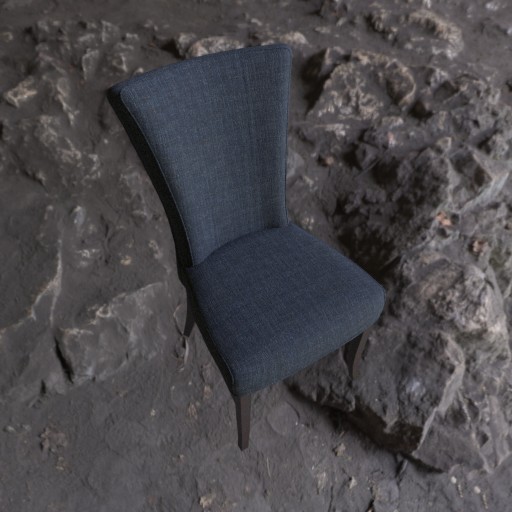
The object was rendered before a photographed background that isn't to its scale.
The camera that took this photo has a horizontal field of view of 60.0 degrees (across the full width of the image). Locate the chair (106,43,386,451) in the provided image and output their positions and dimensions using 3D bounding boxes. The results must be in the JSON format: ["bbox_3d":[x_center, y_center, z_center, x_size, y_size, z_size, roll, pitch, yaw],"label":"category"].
[{"bbox_3d":[0.000,0.000,1.330,0.520,0.991,0.660,-24,51,-21],"label":"chair"}]
